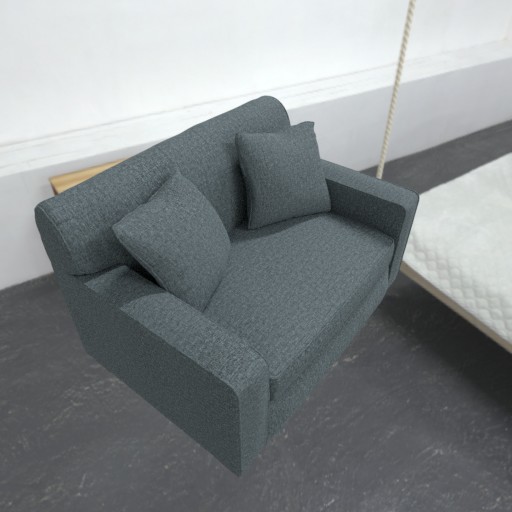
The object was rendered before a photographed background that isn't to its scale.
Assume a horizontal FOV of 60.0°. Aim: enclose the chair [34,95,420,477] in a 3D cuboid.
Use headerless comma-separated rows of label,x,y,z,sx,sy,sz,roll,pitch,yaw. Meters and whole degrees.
chair,0.000,0.000,2.017,1.000,0.948,1.383,27,47,28
